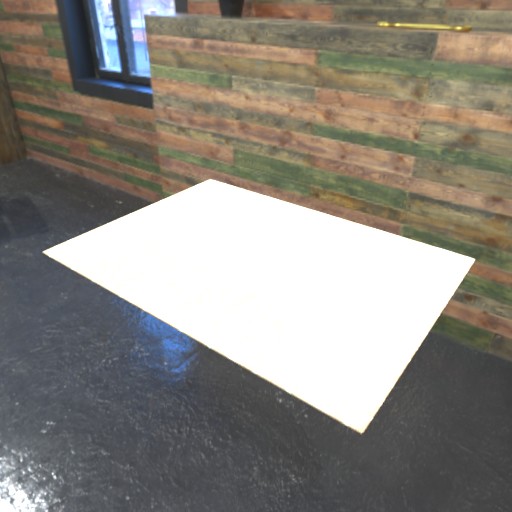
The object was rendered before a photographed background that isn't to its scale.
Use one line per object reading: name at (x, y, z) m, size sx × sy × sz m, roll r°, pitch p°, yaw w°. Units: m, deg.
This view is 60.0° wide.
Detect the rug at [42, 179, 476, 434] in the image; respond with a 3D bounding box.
rug at (0.000, 0.000, 2.674) m, size 2.134 × 0.010 × 1.524 m, roll 22°, pitch 37°, yaw 31°
